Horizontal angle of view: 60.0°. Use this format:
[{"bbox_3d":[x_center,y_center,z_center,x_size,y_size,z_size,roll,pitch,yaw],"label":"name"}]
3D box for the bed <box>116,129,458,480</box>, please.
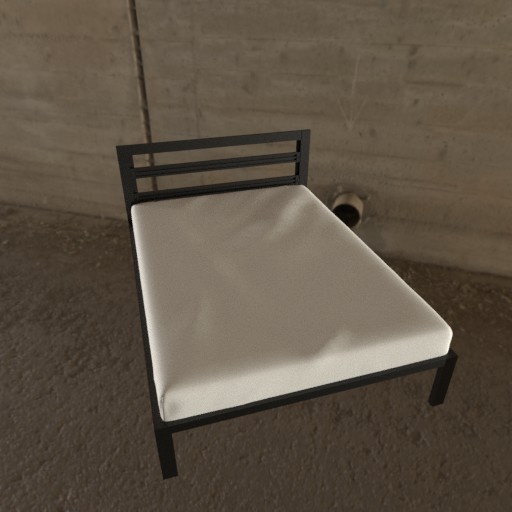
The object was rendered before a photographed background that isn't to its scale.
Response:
[{"bbox_3d":[0.000,0.000,2.839,1.524,0.967,2.062,-9,32,-14],"label":"bed"}]
